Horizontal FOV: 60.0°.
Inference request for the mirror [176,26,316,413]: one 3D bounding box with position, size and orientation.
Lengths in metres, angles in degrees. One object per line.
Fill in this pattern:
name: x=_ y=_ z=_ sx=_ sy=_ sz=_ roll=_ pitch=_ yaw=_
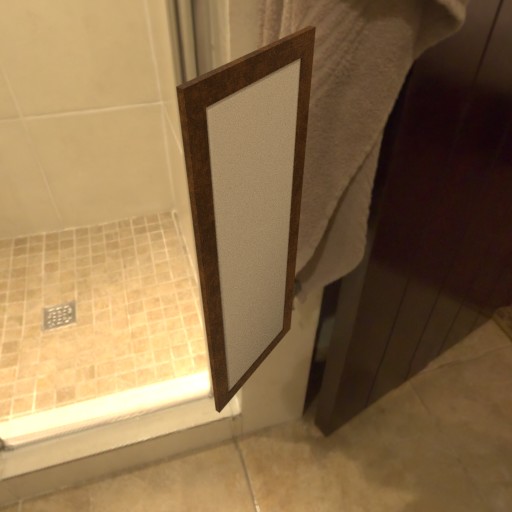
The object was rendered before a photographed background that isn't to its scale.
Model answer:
mirror: x=0.000 y=0.000 z=2.318 sx=0.032 sy=2.031 sz=0.812 roll=26 pitch=49 yaw=26
